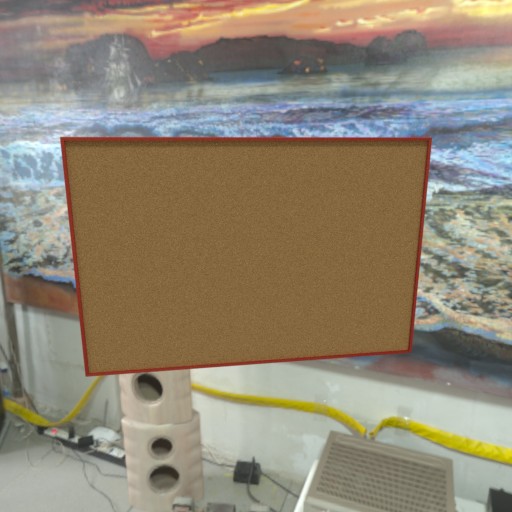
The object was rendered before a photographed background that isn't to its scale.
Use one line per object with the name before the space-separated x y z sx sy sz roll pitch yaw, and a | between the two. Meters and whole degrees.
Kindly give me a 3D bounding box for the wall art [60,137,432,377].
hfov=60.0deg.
wall art | 0.000 0.000 0.782 0.607 0.405 0.033 -2 15 -8
